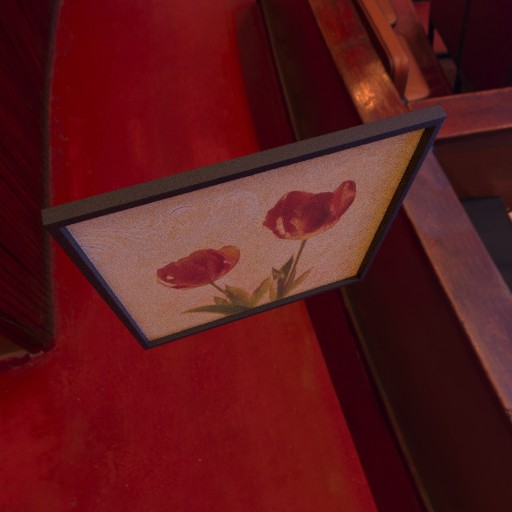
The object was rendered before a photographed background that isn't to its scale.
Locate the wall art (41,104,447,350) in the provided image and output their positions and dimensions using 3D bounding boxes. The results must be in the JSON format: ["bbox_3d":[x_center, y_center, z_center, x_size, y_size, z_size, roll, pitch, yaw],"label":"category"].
[{"bbox_3d":[0.000,0.000,1.204,0.805,0.807,0.043,-17,64,-9],"label":"wall art"}]
